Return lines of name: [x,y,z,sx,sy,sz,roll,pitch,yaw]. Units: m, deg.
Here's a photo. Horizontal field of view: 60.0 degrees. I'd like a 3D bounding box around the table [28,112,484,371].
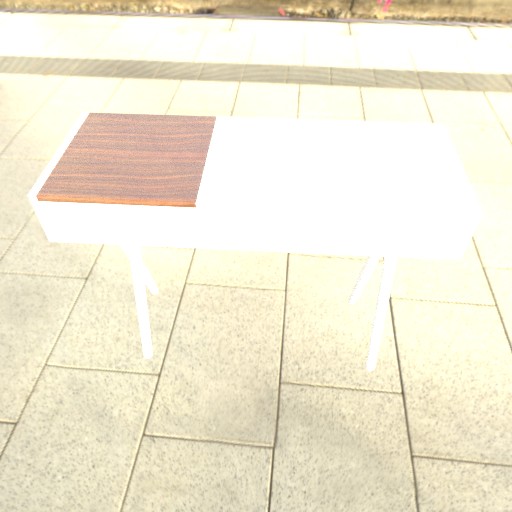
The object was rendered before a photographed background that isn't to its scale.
table: [0.000,0.000,1.461,1.066,0.785,0.418,3,47,2]
